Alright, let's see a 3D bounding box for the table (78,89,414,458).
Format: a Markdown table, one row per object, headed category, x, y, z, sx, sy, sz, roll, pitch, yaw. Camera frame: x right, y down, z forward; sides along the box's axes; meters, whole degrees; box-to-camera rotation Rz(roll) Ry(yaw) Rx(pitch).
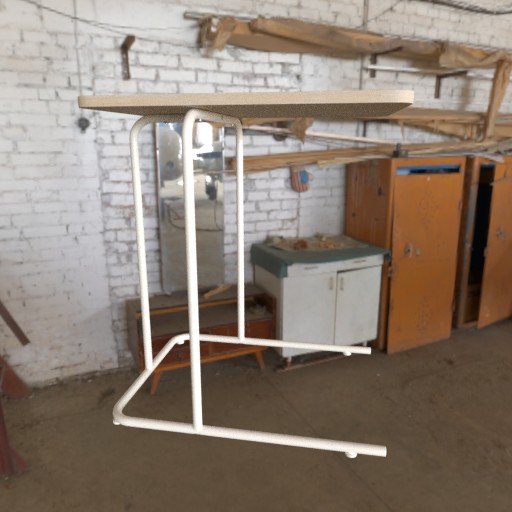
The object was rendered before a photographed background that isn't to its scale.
| category | x | y | z | sx | sy | sz | roll | pitch | yaw |
| --- | --- | --- | --- | --- | --- | --- | --- | --- | --- |
| table | 0.000 | 0.000 | 0.843 | 0.480 | 0.550 | 0.370 | 3 | 15 | 10 |
